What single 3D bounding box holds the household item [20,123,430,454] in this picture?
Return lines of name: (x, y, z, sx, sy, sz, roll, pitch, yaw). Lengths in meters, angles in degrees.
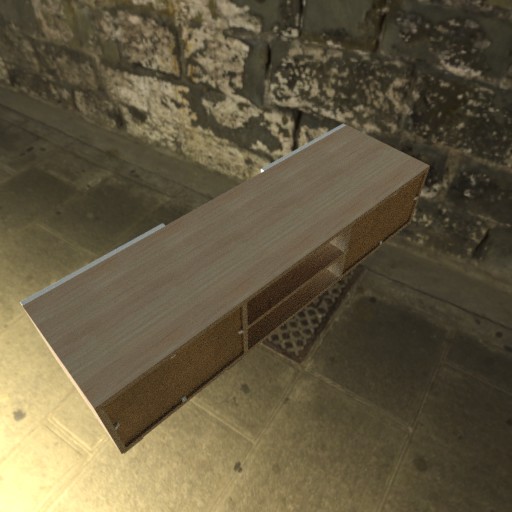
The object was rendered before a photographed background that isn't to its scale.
household item: (0.000, 0.000, 1.562, 1.400, 0.310, 0.420, -34, 55, -28)
